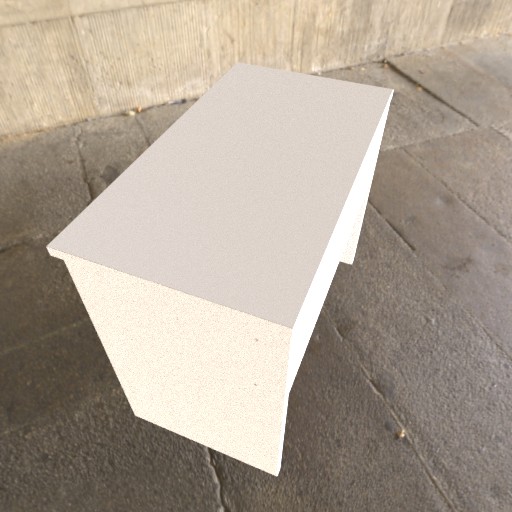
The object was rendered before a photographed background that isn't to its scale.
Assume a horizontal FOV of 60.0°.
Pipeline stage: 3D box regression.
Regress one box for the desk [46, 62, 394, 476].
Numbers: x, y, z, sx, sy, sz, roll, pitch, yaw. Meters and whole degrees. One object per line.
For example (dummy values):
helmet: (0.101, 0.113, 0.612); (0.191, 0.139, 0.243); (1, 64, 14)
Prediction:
desk: (0.000, 0.000, 1.331); (0.498, 0.729, 0.900); (16, 49, 15)
